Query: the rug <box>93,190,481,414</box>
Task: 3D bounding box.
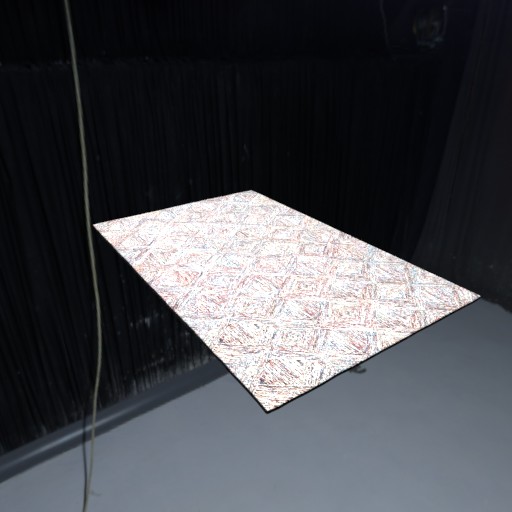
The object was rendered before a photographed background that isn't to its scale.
[{"bbox_3d":[0.000,0.000,2.260,1.143,0.014,1.761,-17,32,-31],"label":"rug"}]
